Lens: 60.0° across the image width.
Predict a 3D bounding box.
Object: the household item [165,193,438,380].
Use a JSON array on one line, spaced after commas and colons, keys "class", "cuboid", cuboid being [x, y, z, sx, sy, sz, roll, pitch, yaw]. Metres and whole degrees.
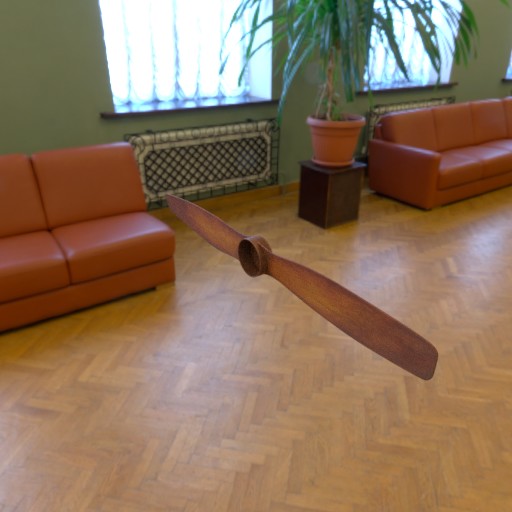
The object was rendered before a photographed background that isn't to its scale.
[{"class": "household item", "cuboid": [0.000, 0.000, 1.273, 0.051, 0.121, 1.181, -17, 31, -31]}]
